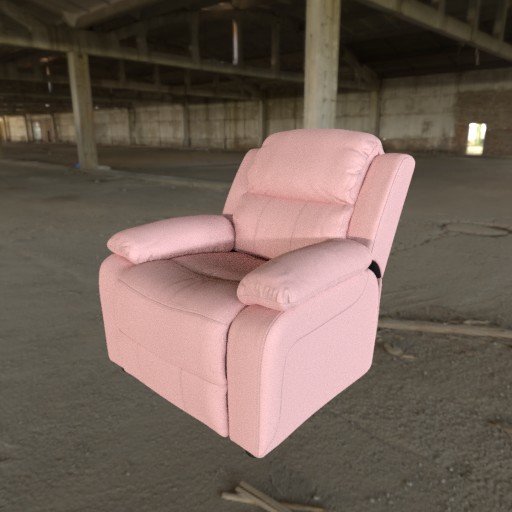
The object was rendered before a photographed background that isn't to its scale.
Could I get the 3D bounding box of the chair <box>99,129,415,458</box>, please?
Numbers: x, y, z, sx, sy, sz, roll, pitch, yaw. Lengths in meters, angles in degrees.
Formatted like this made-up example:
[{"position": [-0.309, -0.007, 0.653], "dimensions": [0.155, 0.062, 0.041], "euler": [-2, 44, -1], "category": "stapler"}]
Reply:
[{"position": [0.000, 0.000, 1.269], "dimensions": [0.680, 0.702, 0.709], "euler": [14, 21, 41], "category": "chair"}]
